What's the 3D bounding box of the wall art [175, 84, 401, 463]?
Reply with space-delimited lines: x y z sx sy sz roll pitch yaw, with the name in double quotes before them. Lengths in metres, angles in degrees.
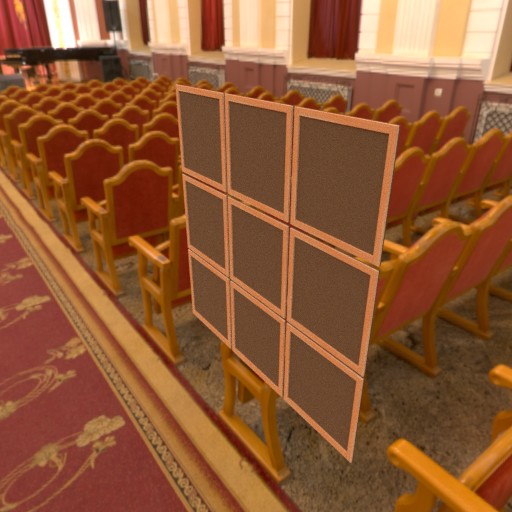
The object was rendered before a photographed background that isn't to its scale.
"wall art" 0.000 0.000 2.266 0.013 1.525 1.520 -18 32 -31
